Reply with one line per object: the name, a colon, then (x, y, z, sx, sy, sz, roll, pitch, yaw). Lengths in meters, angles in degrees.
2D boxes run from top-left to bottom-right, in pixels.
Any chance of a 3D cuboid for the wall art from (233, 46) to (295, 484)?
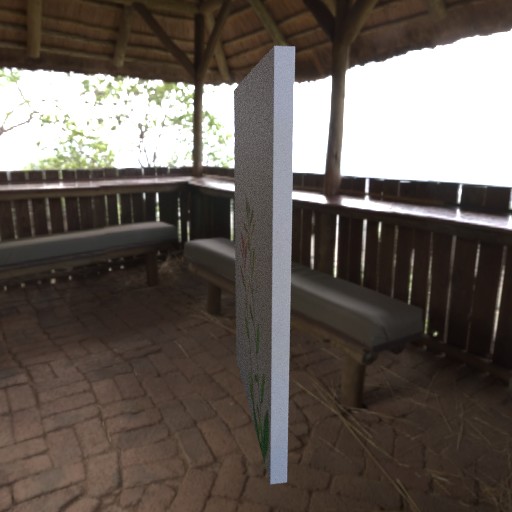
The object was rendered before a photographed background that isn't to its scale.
wall art: (0.000, 0.000, 1.190, 0.039, 0.915, 0.612, -2, 14, -9)
